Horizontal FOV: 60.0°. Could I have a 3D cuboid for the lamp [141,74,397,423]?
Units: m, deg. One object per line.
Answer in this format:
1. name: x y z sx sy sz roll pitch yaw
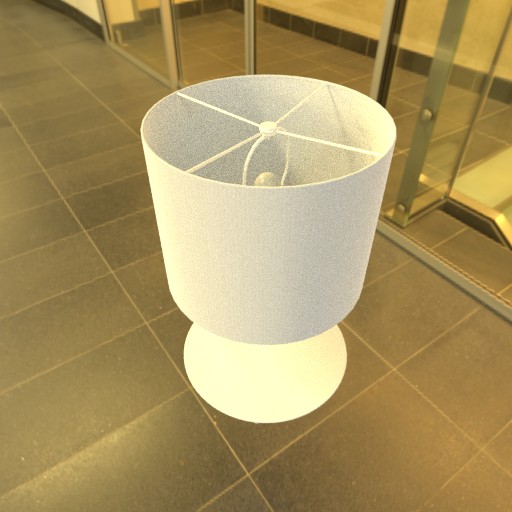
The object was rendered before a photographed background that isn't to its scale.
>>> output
1. lamp: 0.000 0.000 0.687 0.341 0.454 0.299 25 47 26
